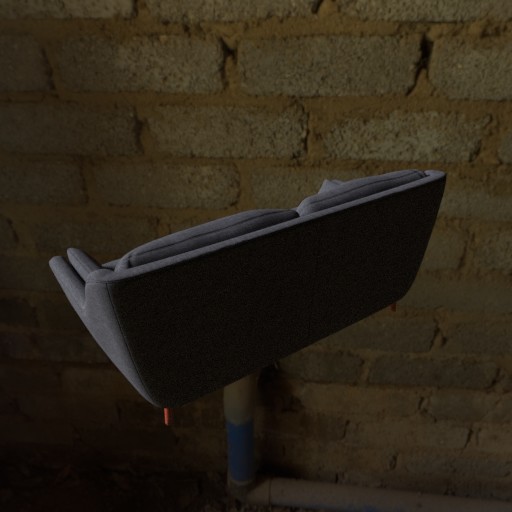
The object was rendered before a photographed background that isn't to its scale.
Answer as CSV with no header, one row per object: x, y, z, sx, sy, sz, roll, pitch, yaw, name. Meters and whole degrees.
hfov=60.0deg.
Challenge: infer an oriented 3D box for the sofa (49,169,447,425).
0.000,0.000,2.403,1.929,0.896,0.975,-19,36,-28,sofa
